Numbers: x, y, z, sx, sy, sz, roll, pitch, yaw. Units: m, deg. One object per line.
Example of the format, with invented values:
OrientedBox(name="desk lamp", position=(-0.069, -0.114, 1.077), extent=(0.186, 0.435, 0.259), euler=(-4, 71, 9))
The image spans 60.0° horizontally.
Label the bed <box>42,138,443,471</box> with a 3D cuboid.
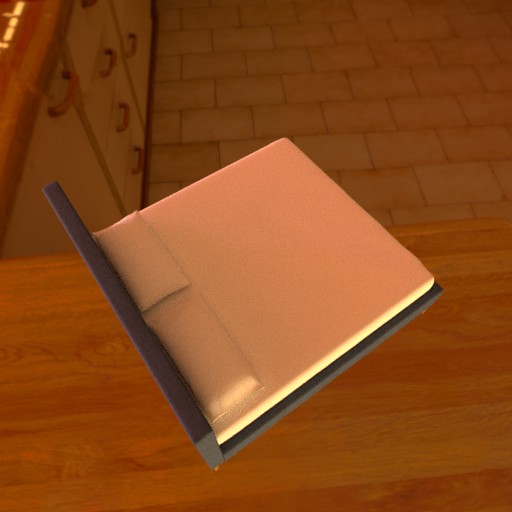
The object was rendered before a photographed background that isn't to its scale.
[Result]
OrientedBox(name="bed", position=(0.000, 0.000, 3.506), extent=(2.232, 1.231, 2.096), euler=(-31, 63, -18))
